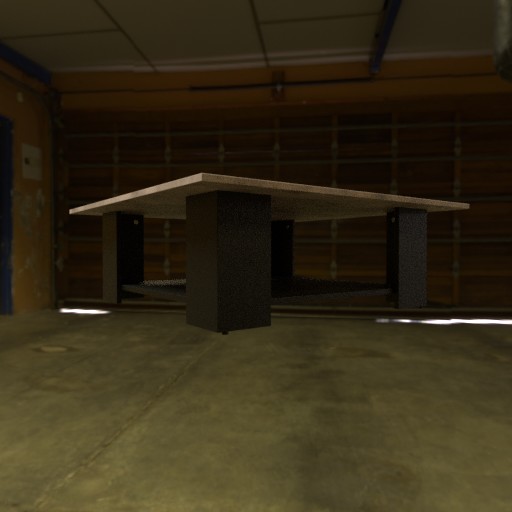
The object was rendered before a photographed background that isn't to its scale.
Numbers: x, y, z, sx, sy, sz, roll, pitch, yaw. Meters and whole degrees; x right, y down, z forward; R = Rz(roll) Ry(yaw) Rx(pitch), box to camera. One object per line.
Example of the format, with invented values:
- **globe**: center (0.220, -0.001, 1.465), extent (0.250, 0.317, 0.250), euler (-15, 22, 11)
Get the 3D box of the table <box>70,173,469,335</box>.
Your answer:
- **table**: center (0.000, 0.000, 1.388), extent (0.890, 0.305, 0.890), euler (-1, 1, -36)
